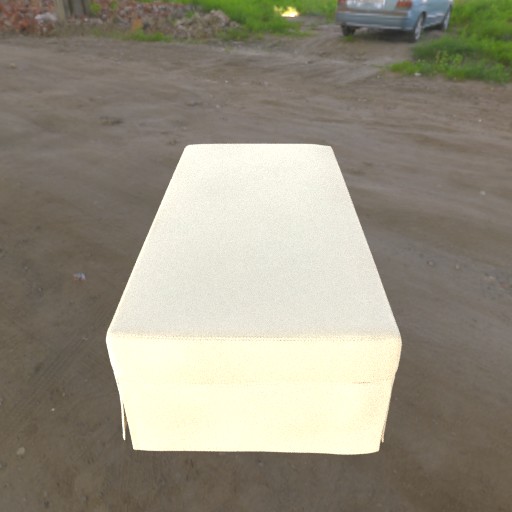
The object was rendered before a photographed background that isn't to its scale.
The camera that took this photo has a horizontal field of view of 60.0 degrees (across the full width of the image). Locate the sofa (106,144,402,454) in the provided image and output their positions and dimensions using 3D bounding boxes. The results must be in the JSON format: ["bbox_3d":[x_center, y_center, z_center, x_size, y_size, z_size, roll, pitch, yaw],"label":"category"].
[{"bbox_3d":[0.000,0.000,2.087,0.939,0.552,1.677,0,34,1],"label":"sofa"}]
